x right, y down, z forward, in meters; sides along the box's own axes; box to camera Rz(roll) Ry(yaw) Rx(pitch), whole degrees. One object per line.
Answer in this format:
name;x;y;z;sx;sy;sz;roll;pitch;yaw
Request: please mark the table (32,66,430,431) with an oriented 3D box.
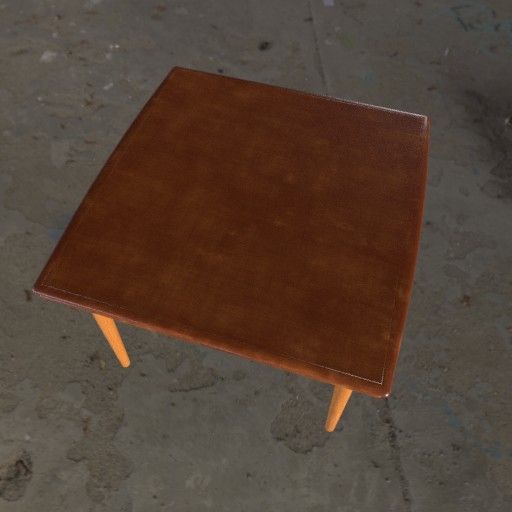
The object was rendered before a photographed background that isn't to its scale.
table;0.000;0.000;1.662;0.991;0.754;0.991;15;60;9
